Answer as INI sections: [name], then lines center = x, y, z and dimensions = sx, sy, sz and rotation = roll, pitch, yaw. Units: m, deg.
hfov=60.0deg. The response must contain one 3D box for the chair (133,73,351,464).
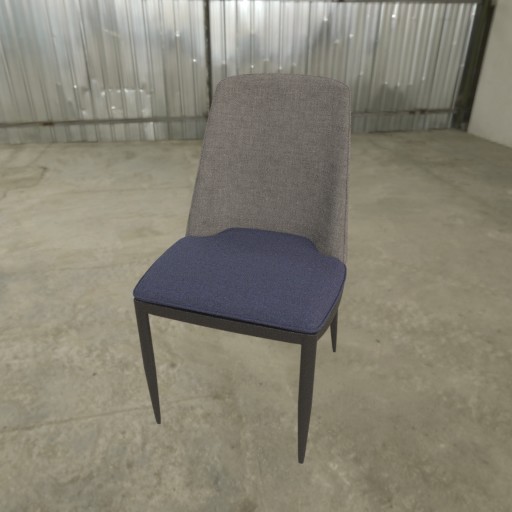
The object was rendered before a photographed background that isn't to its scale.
[chair]
center = 0.000, 0.000, 1.182
dimensions = 0.488, 0.855, 0.550
rotation = 9, 29, 16
